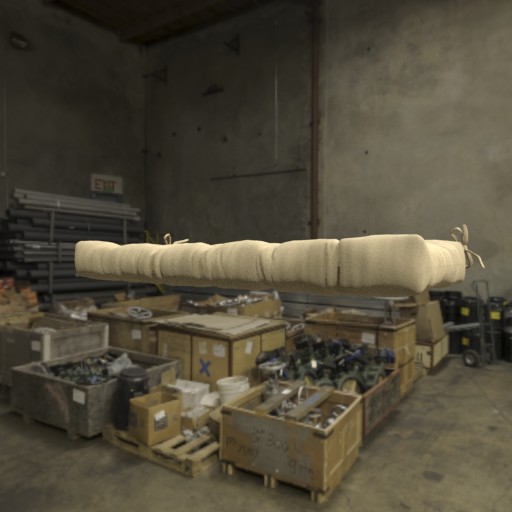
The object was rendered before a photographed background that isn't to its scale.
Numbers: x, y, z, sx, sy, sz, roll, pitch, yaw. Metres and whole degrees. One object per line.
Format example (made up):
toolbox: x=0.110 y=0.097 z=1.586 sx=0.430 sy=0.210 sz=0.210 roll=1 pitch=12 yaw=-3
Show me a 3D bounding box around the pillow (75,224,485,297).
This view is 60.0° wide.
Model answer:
pillow: x=0.000 y=0.000 z=1.339 sx=1.194 sy=0.174 sz=0.511 roll=1 pitch=1 yaw=35
